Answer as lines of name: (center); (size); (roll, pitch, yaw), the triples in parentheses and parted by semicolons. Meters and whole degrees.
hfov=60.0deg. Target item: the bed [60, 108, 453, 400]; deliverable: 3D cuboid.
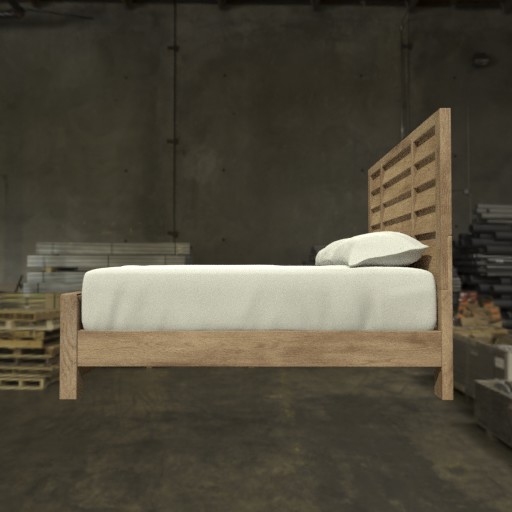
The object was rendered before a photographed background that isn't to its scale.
bed: (0.000, 0.000, 3.282); (2.197, 1.626, 1.626); (0, -1, 0)
